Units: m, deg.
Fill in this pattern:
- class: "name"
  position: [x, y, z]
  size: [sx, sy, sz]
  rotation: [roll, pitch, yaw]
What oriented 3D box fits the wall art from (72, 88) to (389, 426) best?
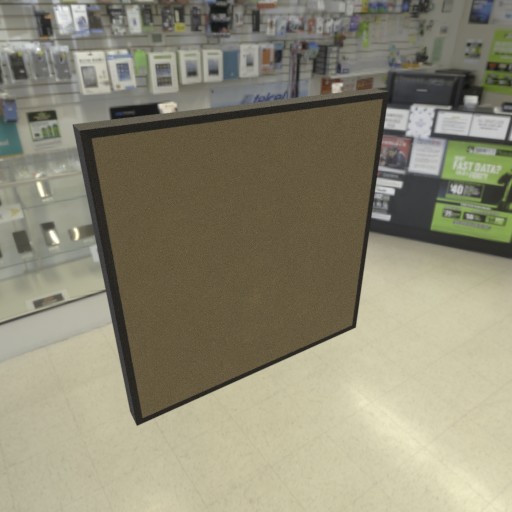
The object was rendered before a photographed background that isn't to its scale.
- class: "wall art"
  position: [0.000, 0.000, 0.773]
  size: [0.509, 0.507, 0.037]
  rotation: [-17, 34, -27]
